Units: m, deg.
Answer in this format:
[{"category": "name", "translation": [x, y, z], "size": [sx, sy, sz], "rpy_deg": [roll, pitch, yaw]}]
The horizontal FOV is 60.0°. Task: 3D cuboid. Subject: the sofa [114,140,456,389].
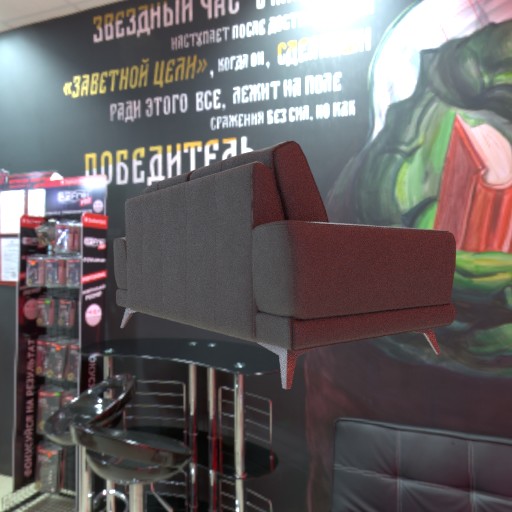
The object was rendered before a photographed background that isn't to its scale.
[{"category": "sofa", "translation": [0.000, 0.000, 2.434], "size": [1.018, 0.907, 1.806], "rpy_deg": [0, 0, -36]}]
